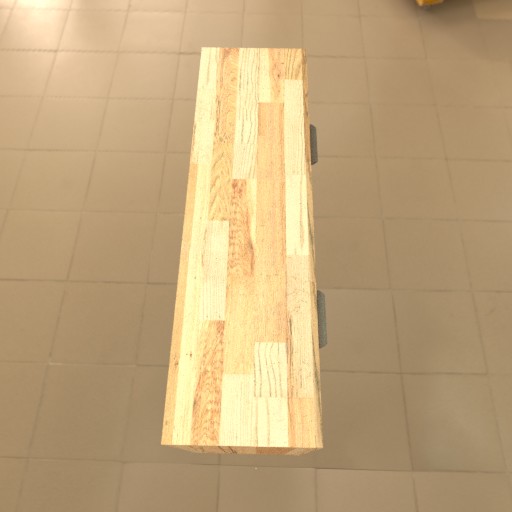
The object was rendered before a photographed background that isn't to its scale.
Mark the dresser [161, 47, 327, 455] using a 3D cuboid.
[{"bbox_3d":[0.000,0.000,1.913,0.487,0.834,1.547,1,64,0],"label":"dresser"}]
